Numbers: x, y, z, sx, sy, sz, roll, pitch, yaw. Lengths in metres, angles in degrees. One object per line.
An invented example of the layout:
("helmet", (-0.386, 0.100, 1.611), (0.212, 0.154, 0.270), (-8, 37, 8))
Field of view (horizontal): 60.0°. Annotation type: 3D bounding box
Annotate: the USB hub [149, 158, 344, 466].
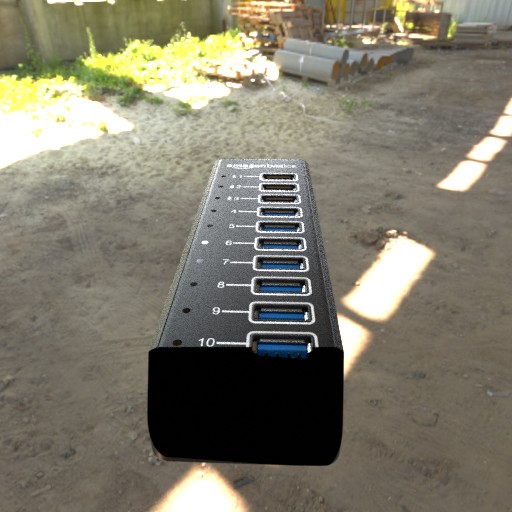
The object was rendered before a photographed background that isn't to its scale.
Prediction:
("USB hub", (0.000, 0.000, 0.156), (0.044, 0.023, 0.145), (1, 31, 2))
